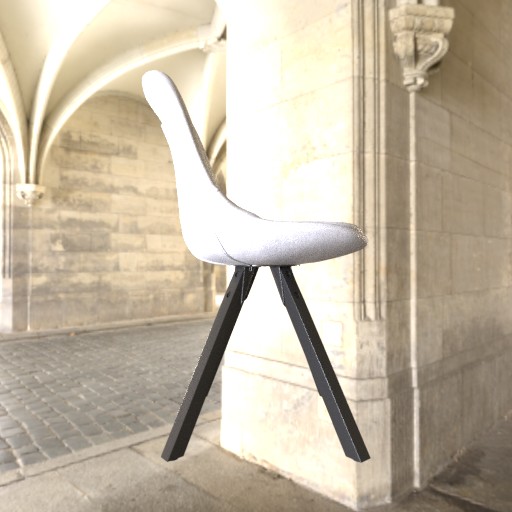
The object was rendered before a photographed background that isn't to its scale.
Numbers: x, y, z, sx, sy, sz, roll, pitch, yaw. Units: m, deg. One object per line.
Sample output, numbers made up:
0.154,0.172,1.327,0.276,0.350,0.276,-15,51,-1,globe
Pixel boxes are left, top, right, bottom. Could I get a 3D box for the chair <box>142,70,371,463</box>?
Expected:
0.000,0.000,1.136,0.550,0.850,0.485,0,-1,0,chair
